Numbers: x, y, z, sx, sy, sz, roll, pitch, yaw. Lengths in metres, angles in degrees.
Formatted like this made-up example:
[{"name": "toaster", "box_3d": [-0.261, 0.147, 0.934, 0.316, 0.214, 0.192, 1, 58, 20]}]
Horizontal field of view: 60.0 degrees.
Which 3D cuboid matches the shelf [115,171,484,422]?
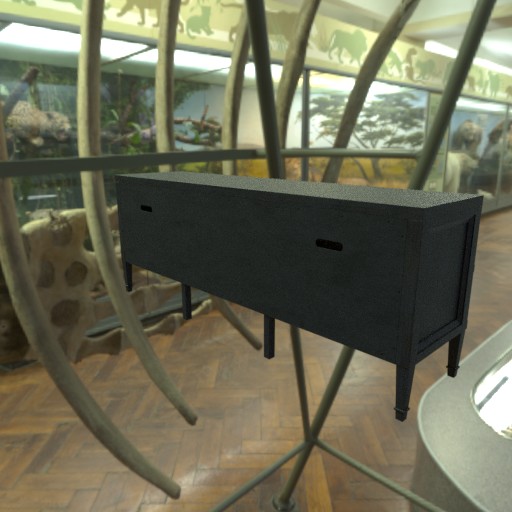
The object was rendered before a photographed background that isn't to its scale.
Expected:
[{"name": "shelf", "box_3d": [0.000, 0.000, 2.178, 0.471, 0.715, 1.878, -14, 20, -42]}]
